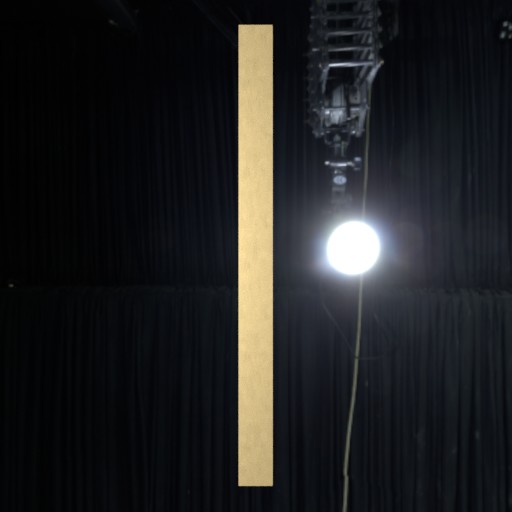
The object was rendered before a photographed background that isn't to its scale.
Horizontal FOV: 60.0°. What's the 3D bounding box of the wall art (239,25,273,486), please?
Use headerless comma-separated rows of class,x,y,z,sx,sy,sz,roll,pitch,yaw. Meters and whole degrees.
wall art,0.000,0.000,1.876,0.095,1.284,1.284,0,0,0
